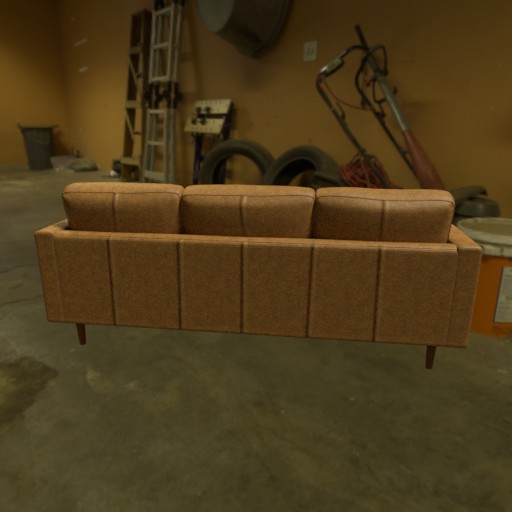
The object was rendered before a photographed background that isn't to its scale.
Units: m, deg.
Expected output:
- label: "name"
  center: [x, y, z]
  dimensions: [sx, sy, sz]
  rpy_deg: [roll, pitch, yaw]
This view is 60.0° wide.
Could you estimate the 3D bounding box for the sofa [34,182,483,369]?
- label: "sofa"
  center: [0.000, 0.000, 2.666]
  dimensions: [2.231, 0.930, 0.903]
  rpy_deg: [2, 17, 7]
